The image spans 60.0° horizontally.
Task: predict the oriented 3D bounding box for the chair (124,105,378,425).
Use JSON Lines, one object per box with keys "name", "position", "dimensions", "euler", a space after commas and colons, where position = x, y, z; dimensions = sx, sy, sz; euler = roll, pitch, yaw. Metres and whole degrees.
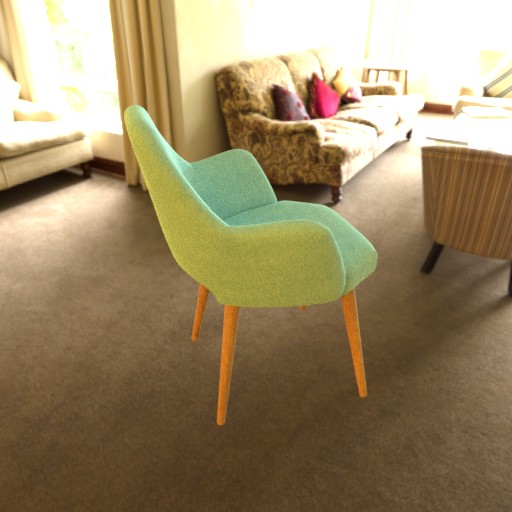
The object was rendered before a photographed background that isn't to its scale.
{"name": "chair", "position": [0.000, 0.000, 1.266], "dimensions": [0.610, 0.840, 0.590], "euler": [-9, 32, -16]}
